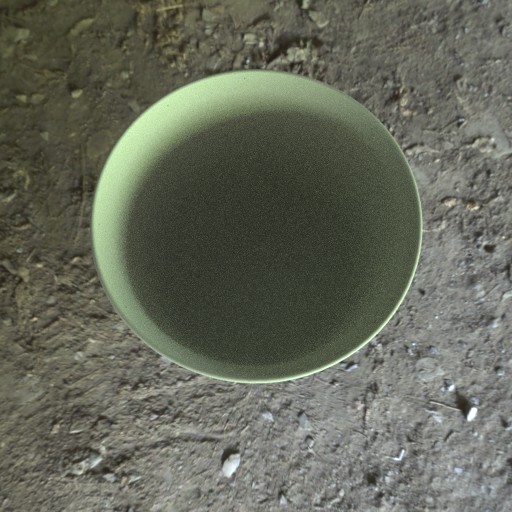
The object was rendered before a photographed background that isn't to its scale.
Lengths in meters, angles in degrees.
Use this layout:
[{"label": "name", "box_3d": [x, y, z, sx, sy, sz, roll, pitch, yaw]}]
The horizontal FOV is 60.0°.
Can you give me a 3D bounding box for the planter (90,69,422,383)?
[{"label": "planter", "box_3d": [0.000, 0.000, 0.374, 0.204, 0.214, 0.204, 0, 75, 0]}]
